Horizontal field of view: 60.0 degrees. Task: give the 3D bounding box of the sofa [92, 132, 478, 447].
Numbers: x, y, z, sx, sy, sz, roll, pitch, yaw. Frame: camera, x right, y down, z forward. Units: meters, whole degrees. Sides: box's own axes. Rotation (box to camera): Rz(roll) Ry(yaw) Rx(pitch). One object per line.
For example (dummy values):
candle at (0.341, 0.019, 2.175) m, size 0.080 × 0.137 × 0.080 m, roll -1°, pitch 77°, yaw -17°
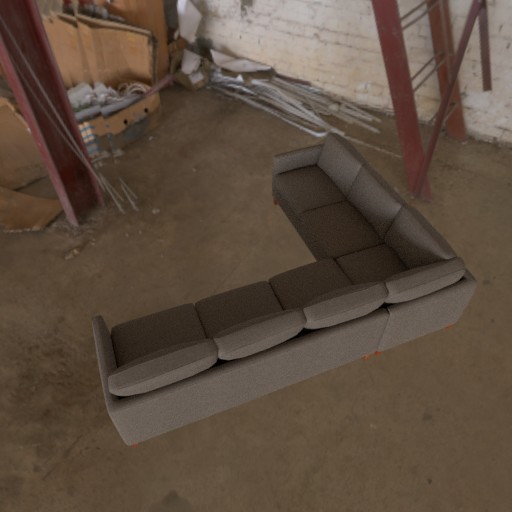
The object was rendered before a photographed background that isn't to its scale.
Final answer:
sofa at (0.000, 0.000, 4.512) m, size 3.302 × 0.947 × 2.593 m, roll -16°, pitch 48°, yaw -15°
